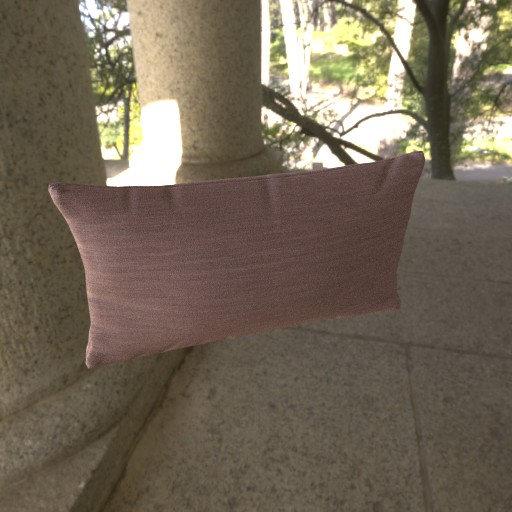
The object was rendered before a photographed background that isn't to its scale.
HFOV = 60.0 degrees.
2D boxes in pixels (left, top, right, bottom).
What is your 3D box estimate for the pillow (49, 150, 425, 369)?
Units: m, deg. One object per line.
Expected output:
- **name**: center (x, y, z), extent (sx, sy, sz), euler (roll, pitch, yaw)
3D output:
- **pillow**: center (0.000, 0.000, 0.798), extent (0.633, 0.338, 0.210), euler (-8, 29, -15)
